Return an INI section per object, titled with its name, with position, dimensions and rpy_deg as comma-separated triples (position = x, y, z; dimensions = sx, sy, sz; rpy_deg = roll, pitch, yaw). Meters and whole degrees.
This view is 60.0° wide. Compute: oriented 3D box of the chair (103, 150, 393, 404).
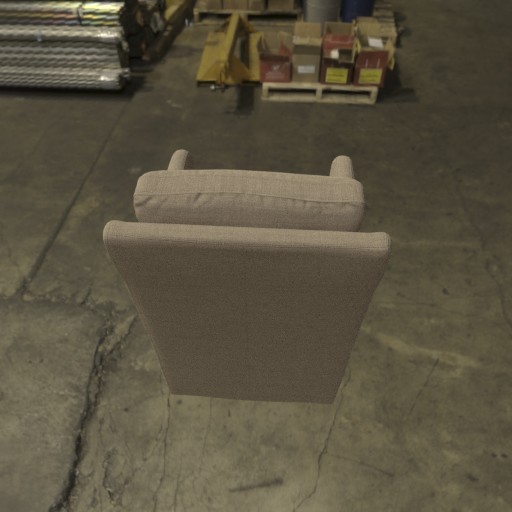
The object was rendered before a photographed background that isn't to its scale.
[chair]
position = 0.000, 0.000, 1.399
dimensions = 0.626, 0.914, 0.694
rpy_deg = 3, 47, 3
